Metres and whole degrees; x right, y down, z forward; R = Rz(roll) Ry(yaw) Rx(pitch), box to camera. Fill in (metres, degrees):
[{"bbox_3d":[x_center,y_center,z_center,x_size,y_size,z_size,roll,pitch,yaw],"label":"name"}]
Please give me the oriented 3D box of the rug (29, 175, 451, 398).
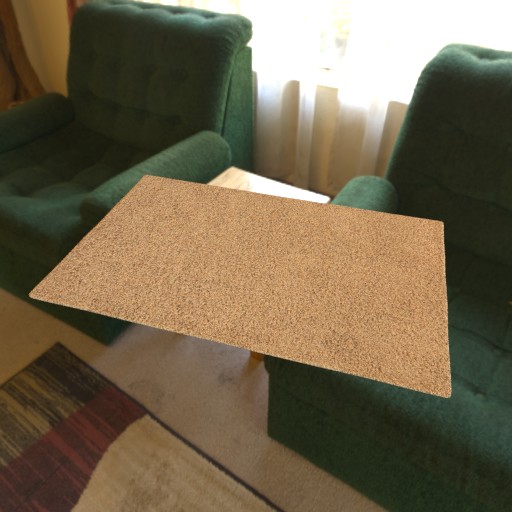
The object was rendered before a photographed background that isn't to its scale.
[{"bbox_3d":[0.000,0.000,2.985,2.438,0.030,1.524,11,41,13],"label":"rug"}]
